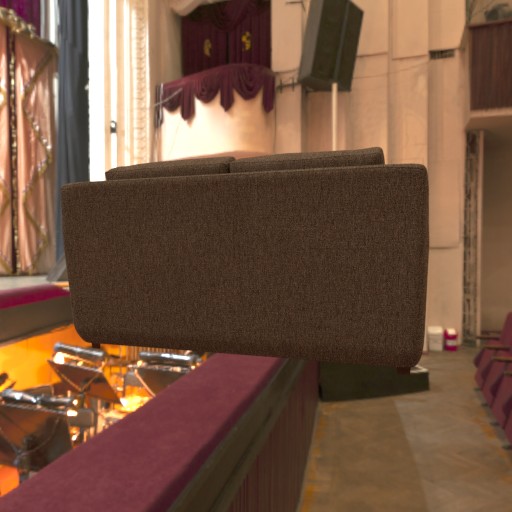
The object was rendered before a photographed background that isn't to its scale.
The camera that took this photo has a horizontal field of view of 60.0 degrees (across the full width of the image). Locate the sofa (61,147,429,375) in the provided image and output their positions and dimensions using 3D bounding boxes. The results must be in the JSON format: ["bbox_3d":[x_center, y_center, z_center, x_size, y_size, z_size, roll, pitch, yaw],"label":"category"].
[{"bbox_3d":[0.000,0.000,2.476,1.778,0.991,1.120,0,1,18],"label":"sofa"}]
